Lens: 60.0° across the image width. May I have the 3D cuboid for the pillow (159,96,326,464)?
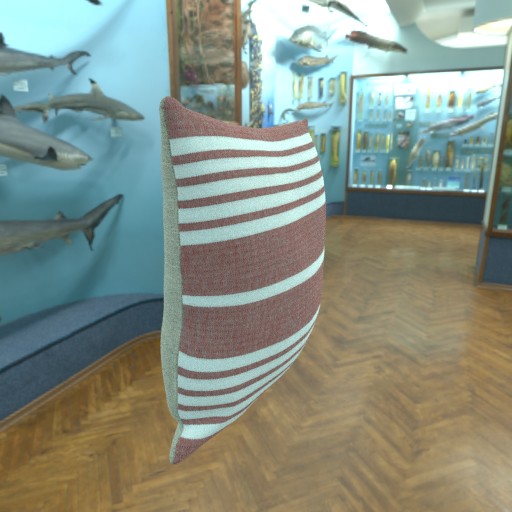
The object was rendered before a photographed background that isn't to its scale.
[{"bbox_3d":[0.000,0.000,0.671,0.182,0.427,0.439,7,17,25],"label":"pillow"}]
